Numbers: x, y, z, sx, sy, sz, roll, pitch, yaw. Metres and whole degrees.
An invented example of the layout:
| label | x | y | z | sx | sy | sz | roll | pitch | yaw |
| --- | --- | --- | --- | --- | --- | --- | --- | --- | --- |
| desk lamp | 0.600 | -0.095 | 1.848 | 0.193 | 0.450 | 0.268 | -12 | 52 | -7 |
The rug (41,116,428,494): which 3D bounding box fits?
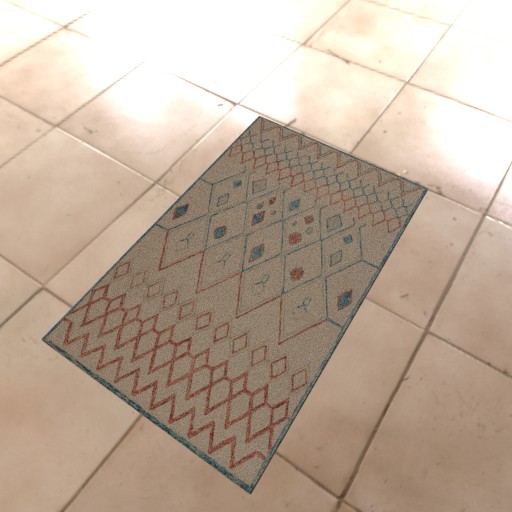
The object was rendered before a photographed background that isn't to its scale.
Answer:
| label | x | y | z | sx | sy | sz | roll | pitch | yaw |
| --- | --- | --- | --- | --- | --- | --- | --- | --- | --- |
| rug | 0.000 | 0.000 | 3.016 | 1.524 | 0.015 | 2.438 | 29 | 61 | 17 |
